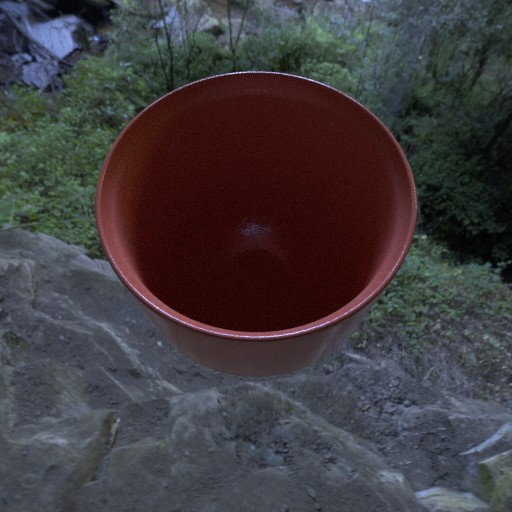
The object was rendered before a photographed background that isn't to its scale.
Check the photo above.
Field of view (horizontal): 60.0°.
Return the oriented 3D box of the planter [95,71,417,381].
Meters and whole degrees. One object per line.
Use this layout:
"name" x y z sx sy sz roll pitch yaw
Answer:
"planter" 0.000 0.000 0.489 0.266 0.270 0.266 0 64 0
